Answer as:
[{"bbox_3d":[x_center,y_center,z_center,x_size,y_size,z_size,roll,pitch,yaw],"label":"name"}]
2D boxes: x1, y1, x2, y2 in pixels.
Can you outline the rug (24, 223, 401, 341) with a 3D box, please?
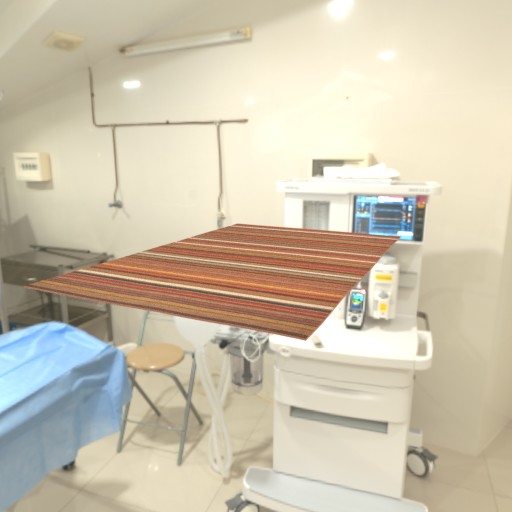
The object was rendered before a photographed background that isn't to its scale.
[{"bbox_3d":[0.000,0.000,2.346,1.217,0.007,1.828,6,15,25],"label":"rug"}]
